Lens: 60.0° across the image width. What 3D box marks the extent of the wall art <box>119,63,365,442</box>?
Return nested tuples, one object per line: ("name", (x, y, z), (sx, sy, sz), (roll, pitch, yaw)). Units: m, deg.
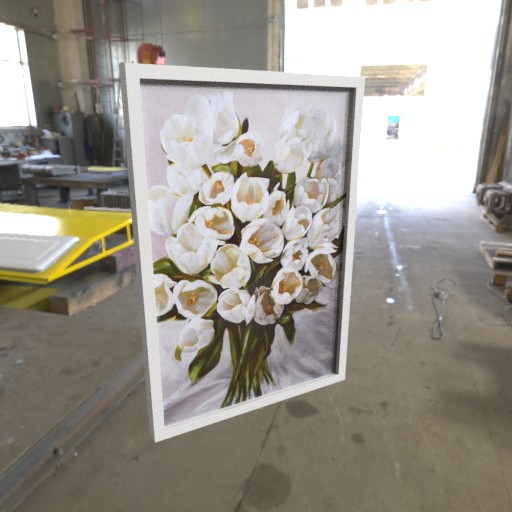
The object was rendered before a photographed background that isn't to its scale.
("wall art", (0.000, 0.000, 0.852), (0.450, 0.657, 0.038), (-9, 19, -27))
